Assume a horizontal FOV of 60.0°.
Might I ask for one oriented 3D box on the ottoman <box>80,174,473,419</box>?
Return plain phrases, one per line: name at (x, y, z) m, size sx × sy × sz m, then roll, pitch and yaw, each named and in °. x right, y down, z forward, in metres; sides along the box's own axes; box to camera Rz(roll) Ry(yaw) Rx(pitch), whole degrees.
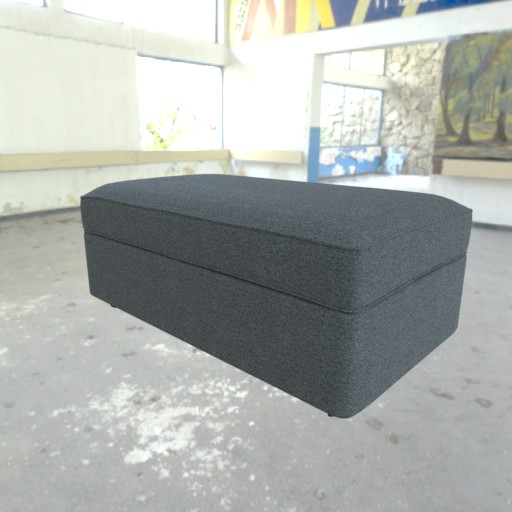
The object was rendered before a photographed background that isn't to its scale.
ottoman at (0.000, 0.000, 1.513) m, size 1.173 × 0.494 × 0.681 m, roll 14°, pitch 21°, yaw 41°
